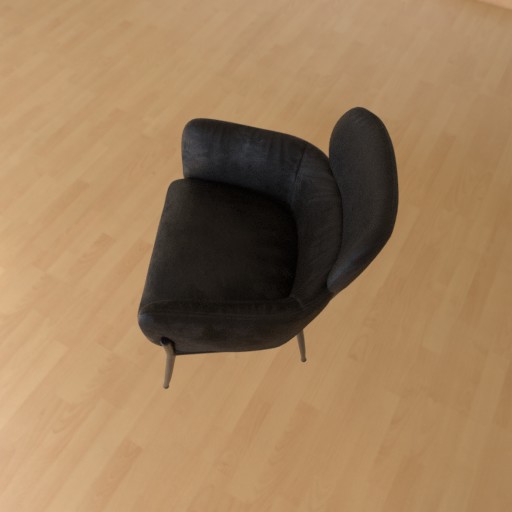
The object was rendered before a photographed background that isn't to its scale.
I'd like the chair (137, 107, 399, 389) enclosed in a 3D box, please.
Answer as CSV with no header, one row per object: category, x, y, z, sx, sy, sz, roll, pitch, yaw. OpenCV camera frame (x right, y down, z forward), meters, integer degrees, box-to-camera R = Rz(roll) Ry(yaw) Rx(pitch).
chair,0.000,0.000,1.291,0.604,0.818,0.640,5,60,3
